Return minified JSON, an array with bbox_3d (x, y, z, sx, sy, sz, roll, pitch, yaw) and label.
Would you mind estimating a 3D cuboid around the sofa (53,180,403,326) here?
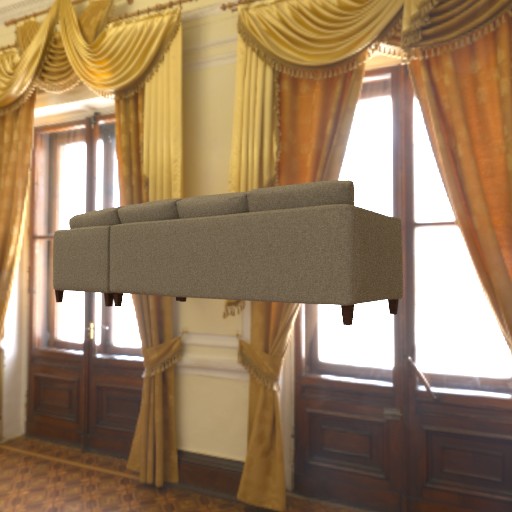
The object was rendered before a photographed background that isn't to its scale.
[{"bbox_3d":[0.000,0.000,4.575,3.302,0.947,2.593,-1,-2,36],"label":"sofa"}]
